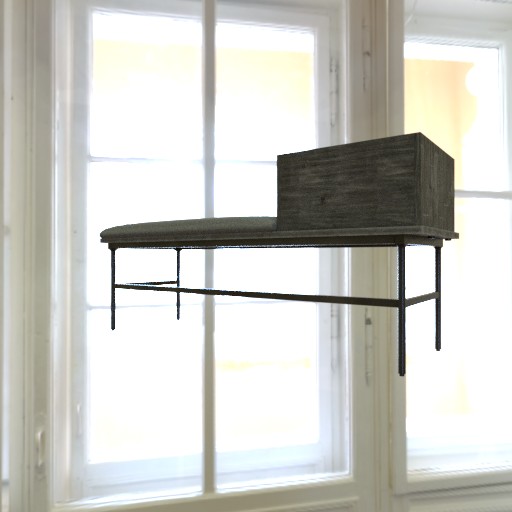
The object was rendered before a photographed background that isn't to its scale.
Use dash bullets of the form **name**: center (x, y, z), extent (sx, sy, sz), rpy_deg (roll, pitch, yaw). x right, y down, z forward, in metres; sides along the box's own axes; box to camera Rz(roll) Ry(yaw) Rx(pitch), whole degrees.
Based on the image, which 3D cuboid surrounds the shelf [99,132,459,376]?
- **shelf**: center (0.000, 0.000, 1.679), extent (1.342, 0.633, 0.457), rpy_deg (0, 0, 36)
